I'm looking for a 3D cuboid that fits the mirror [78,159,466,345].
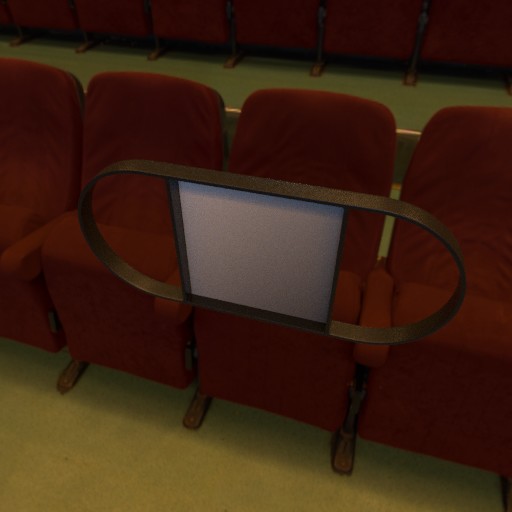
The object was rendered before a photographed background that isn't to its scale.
[{"bbox_3d":[0.000,0.000,0.666,0.584,0.254,0.032,11,42,12],"label":"mirror"}]
